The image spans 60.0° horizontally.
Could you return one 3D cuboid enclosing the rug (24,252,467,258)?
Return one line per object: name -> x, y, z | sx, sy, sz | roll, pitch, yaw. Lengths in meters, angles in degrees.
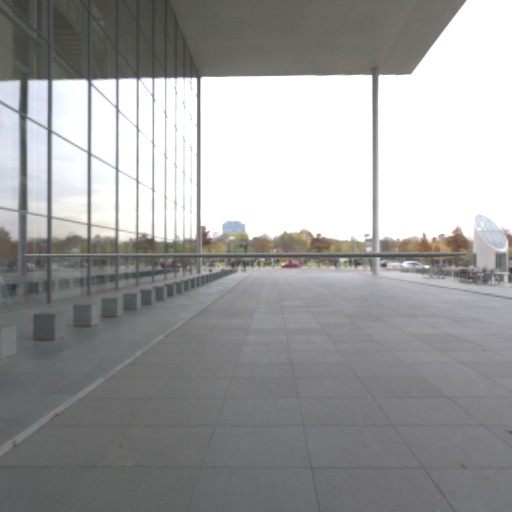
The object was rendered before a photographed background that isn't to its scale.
rug -> 0.000, 0.000, 2.885 | 2.290, 0.014, 1.526 | 0, -1, 17
